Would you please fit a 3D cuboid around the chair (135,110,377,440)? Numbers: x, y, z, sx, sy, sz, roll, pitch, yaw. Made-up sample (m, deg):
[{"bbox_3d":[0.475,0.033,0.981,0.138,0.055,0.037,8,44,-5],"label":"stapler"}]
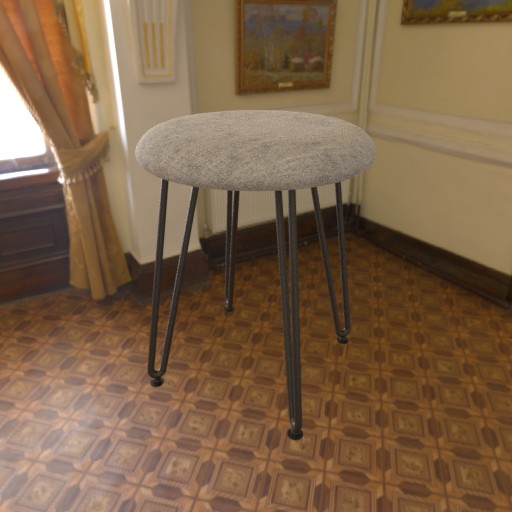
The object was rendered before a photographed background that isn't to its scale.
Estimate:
[{"bbox_3d":[0.000,0.000,0.653,0.350,0.386,0.350,-9,28,-17],"label":"chair"}]
